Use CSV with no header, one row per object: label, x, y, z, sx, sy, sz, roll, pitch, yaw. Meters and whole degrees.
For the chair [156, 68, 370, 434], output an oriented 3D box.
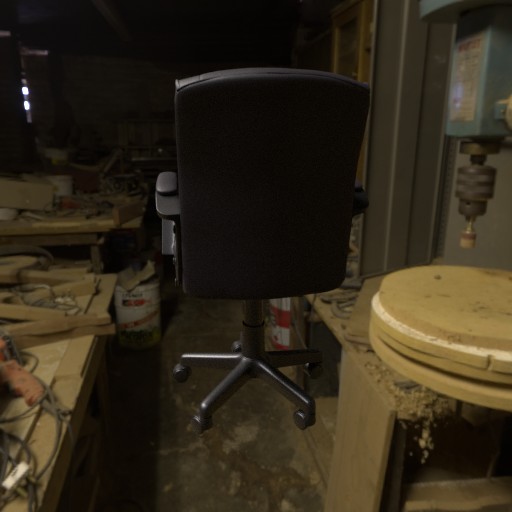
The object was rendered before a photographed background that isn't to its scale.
chair,0.000,0.000,1.354,0.576,0.998,0.641,-3,16,-9
